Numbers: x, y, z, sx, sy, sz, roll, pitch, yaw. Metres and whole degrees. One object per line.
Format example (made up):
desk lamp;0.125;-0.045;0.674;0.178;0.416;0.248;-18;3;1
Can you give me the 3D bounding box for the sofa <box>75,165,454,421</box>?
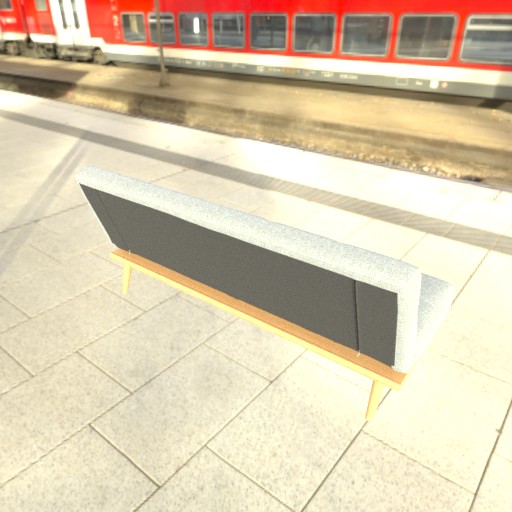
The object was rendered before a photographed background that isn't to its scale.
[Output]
sofa;0.000;0.000;2.295;1.820;0.800;0.800;20;35;31
